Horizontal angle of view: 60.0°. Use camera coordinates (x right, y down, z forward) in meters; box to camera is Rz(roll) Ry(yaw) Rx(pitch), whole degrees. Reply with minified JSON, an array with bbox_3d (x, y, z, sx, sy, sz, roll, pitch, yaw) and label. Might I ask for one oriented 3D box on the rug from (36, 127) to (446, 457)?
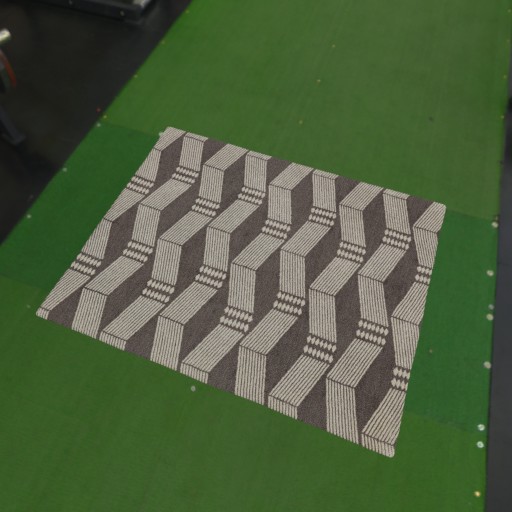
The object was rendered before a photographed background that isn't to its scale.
[{"bbox_3d":[0.000,0.000,4.033,3.048,0.016,2.438,18,60,11],"label":"rug"}]
